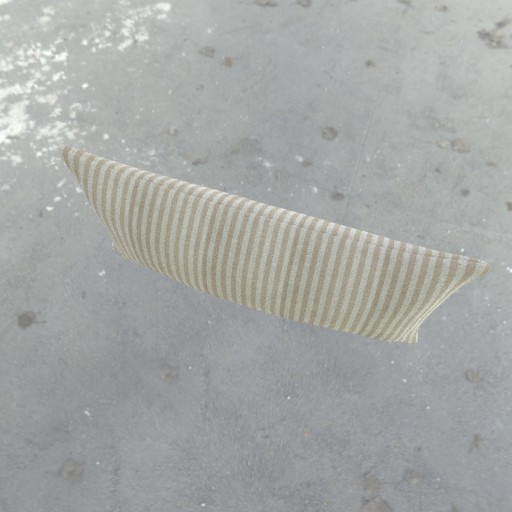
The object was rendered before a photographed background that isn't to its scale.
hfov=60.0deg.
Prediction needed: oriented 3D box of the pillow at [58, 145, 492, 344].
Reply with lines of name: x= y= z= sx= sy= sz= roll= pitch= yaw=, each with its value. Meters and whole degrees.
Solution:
pillow: x=0.000 y=0.000 z=0.723 sx=0.617 sy=0.295 sz=0.151 roll=17 pitch=61 yaw=9
